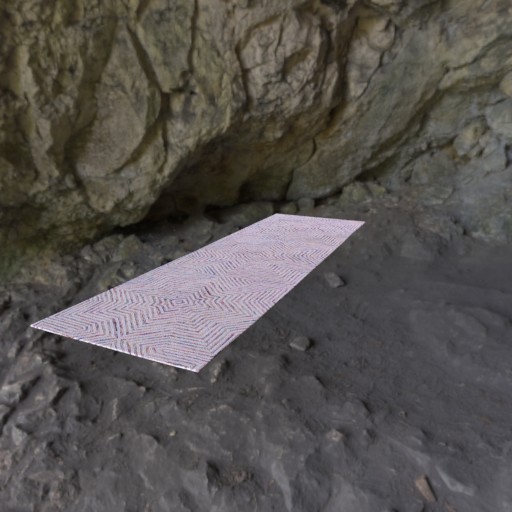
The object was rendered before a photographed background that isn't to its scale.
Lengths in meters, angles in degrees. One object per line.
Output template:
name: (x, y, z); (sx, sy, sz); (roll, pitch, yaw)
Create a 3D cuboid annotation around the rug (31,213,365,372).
rug: (0.000, 0.000, 2.598); (0.771, 0.009, 2.443); (8, 18, 24)
